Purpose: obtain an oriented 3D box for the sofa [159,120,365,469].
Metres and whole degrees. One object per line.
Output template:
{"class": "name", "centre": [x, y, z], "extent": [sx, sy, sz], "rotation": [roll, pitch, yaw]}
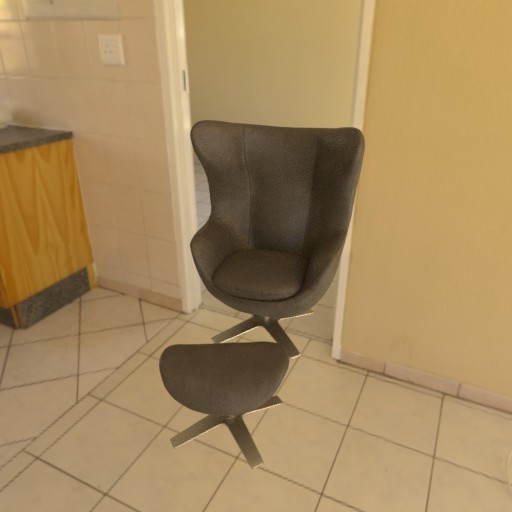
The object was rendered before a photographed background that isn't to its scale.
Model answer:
{"class": "sofa", "centre": [0.000, 0.000, 2.166], "extent": [0.894, 1.135, 1.444], "rotation": [7, 27, 15]}
